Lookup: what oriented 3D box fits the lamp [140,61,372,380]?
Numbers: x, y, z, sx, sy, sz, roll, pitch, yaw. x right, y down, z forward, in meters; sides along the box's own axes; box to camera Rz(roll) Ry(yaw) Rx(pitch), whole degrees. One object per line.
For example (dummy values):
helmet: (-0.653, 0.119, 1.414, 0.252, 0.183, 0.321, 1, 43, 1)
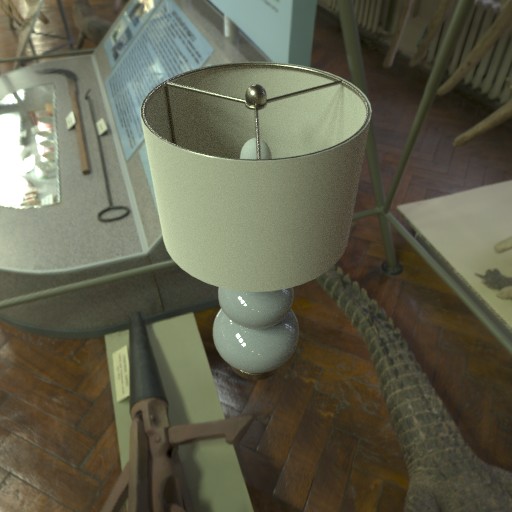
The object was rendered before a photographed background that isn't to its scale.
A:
lamp: (0.000, 0.000, 0.943, 0.367, 0.730, 0.367, -14, 44, -14)
